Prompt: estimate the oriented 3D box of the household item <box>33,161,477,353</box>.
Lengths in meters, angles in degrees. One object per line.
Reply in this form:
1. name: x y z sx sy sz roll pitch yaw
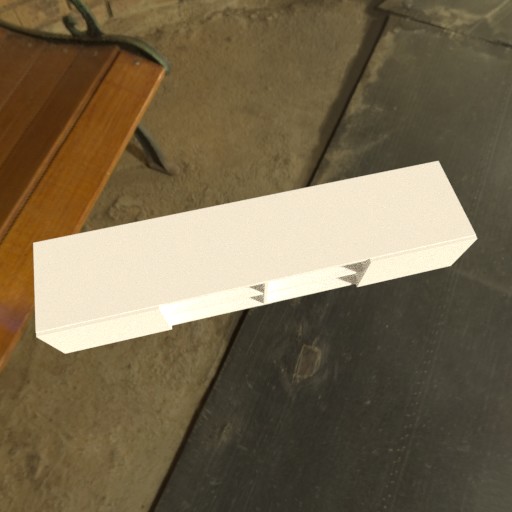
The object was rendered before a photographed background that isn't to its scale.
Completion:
1. household item: 0.000 0.000 2.030 1.850 0.310 0.420 -12 65 -6
